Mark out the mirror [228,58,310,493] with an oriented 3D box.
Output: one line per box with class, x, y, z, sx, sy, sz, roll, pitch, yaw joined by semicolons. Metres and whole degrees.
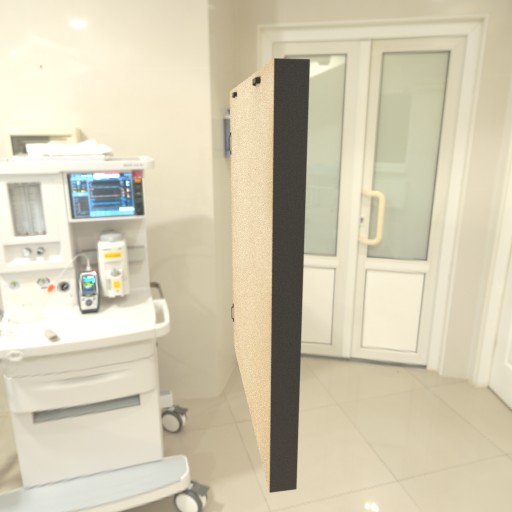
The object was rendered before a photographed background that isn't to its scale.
mirror;0.000;0.000;0.685;0.041;0.508;0.405;-3;16;-9
